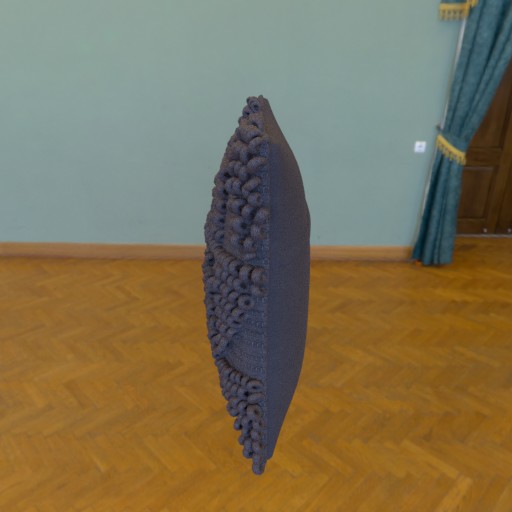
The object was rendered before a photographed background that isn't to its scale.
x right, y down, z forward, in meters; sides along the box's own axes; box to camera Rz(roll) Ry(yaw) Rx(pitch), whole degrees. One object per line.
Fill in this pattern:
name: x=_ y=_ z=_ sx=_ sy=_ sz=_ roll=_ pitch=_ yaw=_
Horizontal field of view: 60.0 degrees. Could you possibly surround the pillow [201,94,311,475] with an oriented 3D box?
pillow: x=0.000 y=0.000 z=0.727 sx=0.172 sy=0.467 sz=0.470 roll=0 pitch=24 yaw=0
